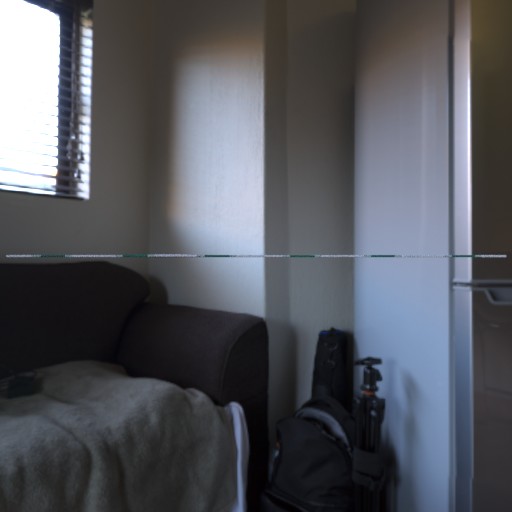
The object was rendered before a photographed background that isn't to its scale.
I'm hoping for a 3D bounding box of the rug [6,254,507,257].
[{"bbox_3d":[0.000,0.000,2.910,2.436,0.015,1.521,0,0,-1],"label":"rug"}]
